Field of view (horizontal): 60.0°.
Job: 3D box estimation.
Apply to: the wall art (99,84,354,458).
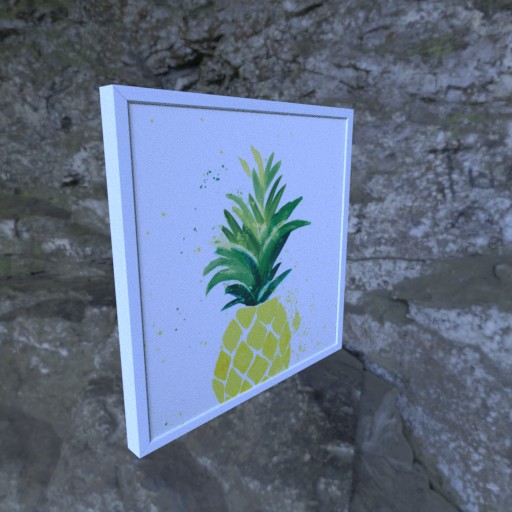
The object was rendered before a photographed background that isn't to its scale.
[{"bbox_3d":[0.000,0.000,0.462,0.020,0.307,0.307,13,19,43],"label":"wall art"}]
